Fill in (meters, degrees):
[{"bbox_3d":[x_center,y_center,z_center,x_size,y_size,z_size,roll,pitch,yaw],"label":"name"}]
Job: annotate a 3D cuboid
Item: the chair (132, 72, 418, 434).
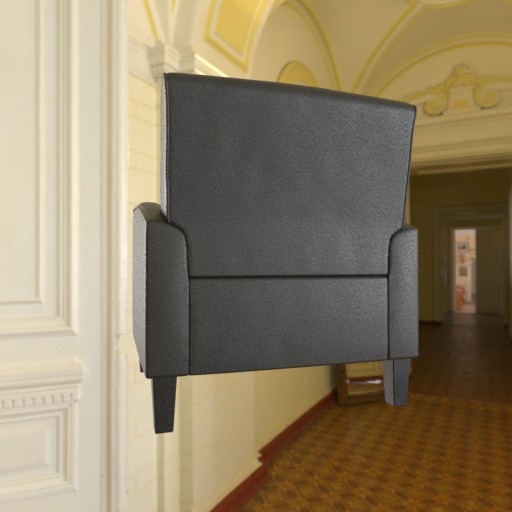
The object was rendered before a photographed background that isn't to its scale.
[{"bbox_3d":[0.000,0.000,1.561,0.820,0.916,0.819,0,-1,-18],"label":"chair"}]
